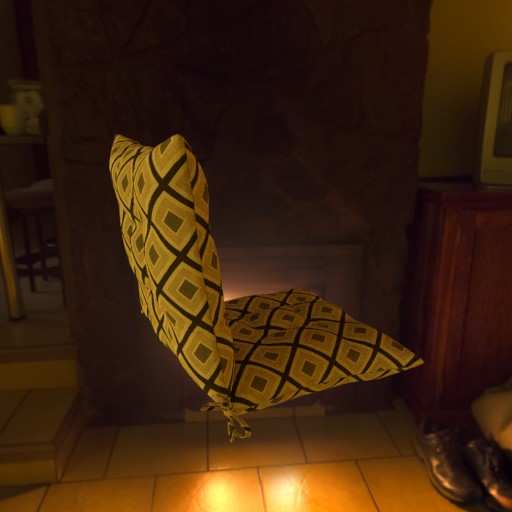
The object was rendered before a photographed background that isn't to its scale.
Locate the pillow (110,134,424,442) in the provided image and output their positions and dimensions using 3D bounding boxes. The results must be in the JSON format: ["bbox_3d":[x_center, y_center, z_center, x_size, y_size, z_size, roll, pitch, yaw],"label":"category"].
[{"bbox_3d":[0.000,0.000,1.008,0.585,0.536,0.541,-7,17,-25],"label":"pillow"}]
